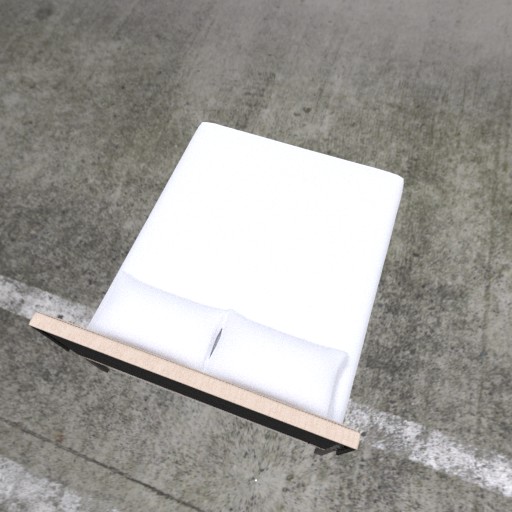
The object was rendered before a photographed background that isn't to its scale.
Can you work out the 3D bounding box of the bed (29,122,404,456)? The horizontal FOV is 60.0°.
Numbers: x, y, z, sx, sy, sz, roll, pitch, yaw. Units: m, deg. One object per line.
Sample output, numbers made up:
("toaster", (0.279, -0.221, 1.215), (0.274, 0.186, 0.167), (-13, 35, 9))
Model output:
("bed", (0.000, 0.000, 2.787), (1.616, 1.016, 1.876), (18, 65, 9))
